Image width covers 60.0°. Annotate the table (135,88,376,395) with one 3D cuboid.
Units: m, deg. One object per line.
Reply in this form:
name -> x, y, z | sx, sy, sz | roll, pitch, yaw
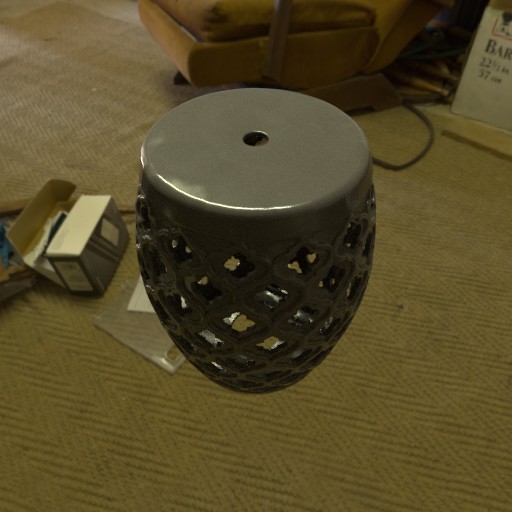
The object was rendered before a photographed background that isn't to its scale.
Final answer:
table -> 0.000, 0.000, 0.644 | 0.325, 0.388, 0.325 | 0, 47, 0
